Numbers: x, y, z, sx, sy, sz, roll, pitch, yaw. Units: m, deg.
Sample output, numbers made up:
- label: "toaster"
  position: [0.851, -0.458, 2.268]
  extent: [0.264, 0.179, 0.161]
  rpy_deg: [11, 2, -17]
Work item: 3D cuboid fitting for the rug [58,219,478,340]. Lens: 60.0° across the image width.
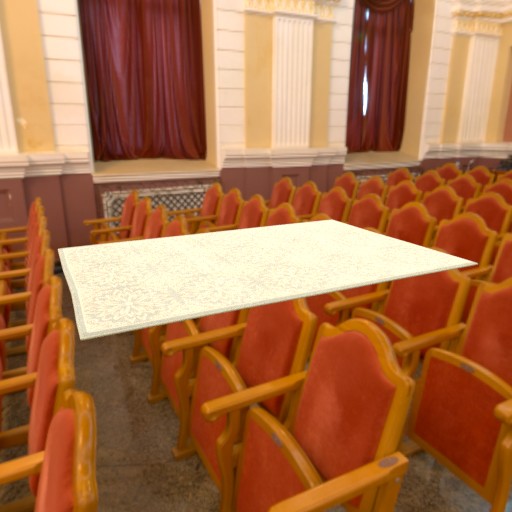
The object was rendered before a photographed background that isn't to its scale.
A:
- label: "rug"
  position: [0.000, 0.000, 2.316]
  extent: [1.840, 0.012, 1.219]
  rpy_deg: [-8, 18, -25]
